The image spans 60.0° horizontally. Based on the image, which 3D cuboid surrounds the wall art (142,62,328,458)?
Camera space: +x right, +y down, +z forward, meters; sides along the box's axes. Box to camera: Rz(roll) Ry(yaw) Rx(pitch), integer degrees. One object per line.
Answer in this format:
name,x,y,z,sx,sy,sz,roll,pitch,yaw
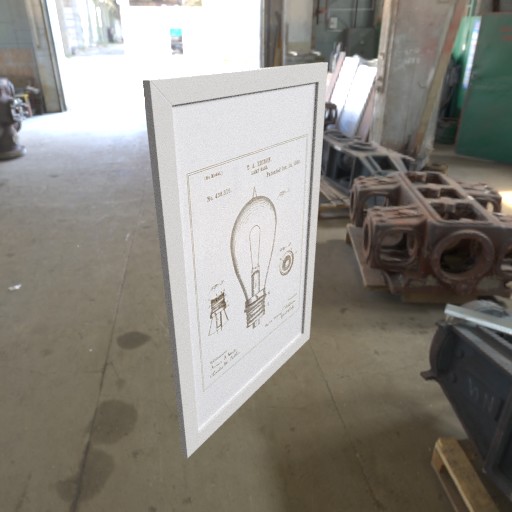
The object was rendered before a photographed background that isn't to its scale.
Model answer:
wall art,0.000,0.000,0.609,0.010,0.474,0.325,18,32,32
